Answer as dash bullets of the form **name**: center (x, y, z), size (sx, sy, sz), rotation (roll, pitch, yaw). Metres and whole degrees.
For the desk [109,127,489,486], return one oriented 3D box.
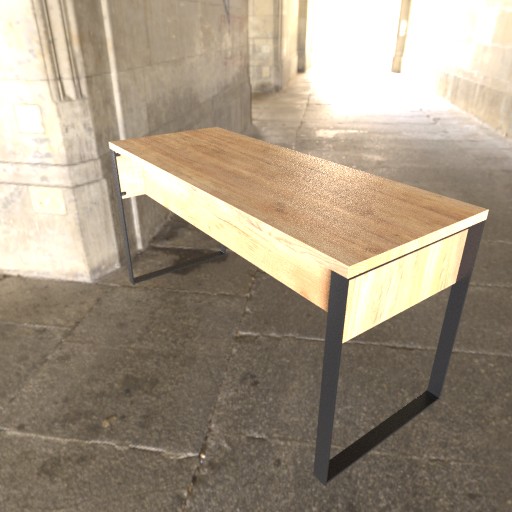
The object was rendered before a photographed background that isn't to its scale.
- **desk**: center (0.000, 0.000, 1.873), size (0.600, 0.760, 1.520), rotation (-19, 33, -32)
